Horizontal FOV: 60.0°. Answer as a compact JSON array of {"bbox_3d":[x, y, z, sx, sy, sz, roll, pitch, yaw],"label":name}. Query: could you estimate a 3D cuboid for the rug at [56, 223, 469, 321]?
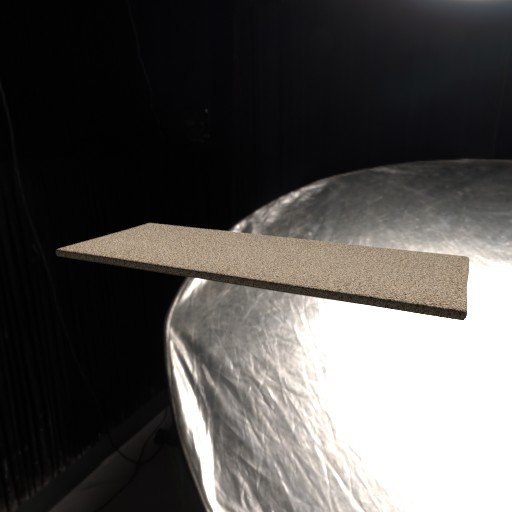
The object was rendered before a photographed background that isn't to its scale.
[{"bbox_3d":[0.000,0.000,1.750,1.524,0.030,0.609,7,17,24],"label":"rug"}]
